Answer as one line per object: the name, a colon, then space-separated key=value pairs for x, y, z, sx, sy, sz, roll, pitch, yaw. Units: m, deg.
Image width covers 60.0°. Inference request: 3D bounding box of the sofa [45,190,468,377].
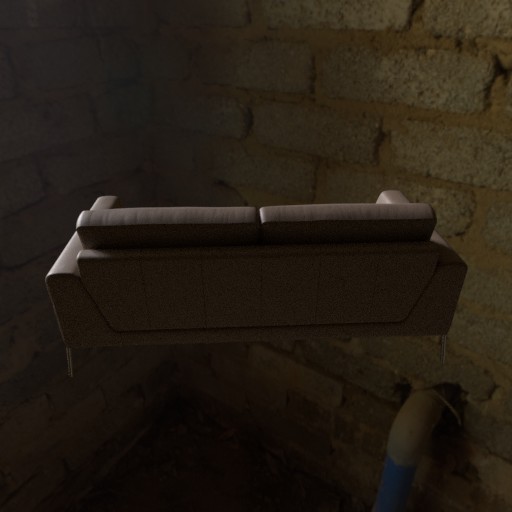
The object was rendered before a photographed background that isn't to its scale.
sofa: x=0.000 y=0.000 z=2.562 sx=2.017 sy=0.875 sz=0.953 roll=-1 pitch=30 yaw=-3
